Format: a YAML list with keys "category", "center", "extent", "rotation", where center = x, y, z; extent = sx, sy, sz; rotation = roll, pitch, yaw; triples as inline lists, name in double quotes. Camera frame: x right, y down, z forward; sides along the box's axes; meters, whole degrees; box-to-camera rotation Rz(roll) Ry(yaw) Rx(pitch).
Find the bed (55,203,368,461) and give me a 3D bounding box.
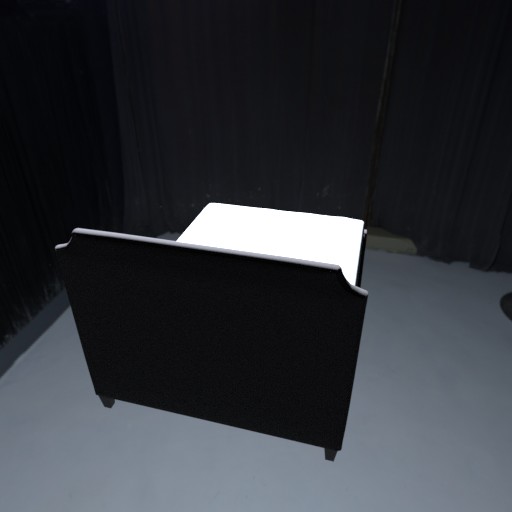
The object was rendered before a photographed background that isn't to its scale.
- category: "bed"
  center: [0.000, 0.000, 3.526]
  extent: [1.713, 1.443, 2.372]
  rotation: [8, 32, 13]
